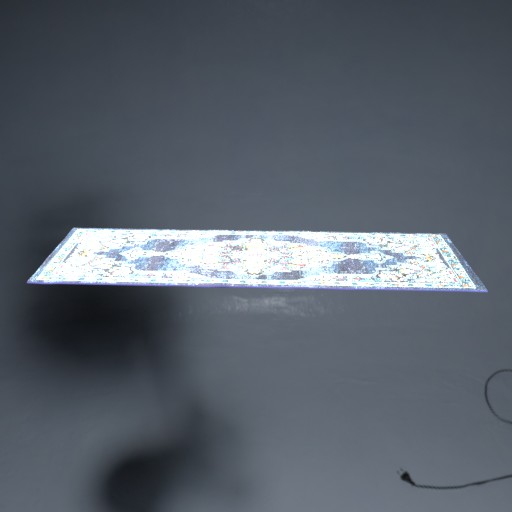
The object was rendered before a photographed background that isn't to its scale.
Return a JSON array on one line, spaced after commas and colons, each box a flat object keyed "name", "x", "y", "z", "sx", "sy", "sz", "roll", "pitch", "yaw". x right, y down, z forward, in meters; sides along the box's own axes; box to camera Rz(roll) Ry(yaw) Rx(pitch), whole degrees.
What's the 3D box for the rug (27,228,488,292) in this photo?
[{"name": "rug", "x": 0.000, "y": 0.000, "z": 2.445, "sx": 2.283, "sy": 0.016, "sz": 0.602, "roll": 1, "pitch": 31, "yaw": 2}]
